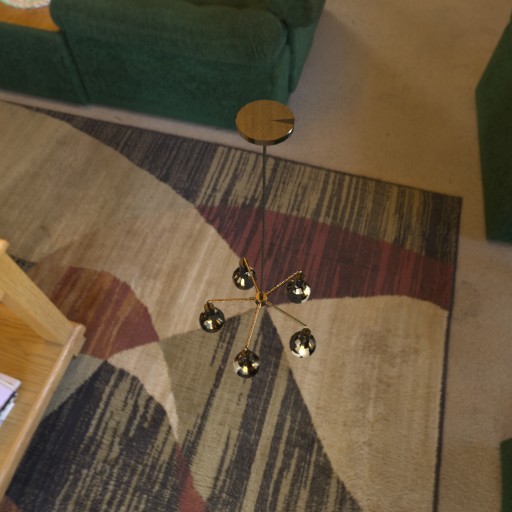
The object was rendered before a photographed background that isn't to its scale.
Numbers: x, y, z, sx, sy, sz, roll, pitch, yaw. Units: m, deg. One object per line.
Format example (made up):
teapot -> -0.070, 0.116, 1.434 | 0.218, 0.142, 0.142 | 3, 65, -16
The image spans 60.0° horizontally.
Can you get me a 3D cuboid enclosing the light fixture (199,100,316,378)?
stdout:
light fixture -> 0.000, 0.000, 1.251 | 0.421, 0.988, 0.438 | -2, 59, -1
